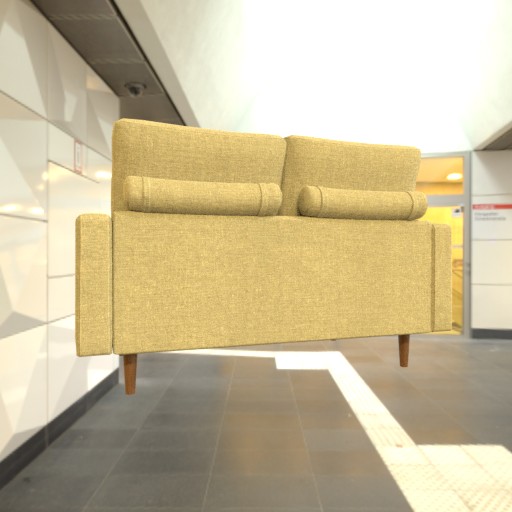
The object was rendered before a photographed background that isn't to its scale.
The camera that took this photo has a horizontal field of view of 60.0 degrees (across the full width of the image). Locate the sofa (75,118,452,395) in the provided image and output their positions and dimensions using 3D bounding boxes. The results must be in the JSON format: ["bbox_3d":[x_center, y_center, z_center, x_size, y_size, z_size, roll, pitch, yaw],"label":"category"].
[{"bbox_3d":[0.000,0.000,1.908,1.407,0.907,0.842,0,0,-19],"label":"sofa"}]
